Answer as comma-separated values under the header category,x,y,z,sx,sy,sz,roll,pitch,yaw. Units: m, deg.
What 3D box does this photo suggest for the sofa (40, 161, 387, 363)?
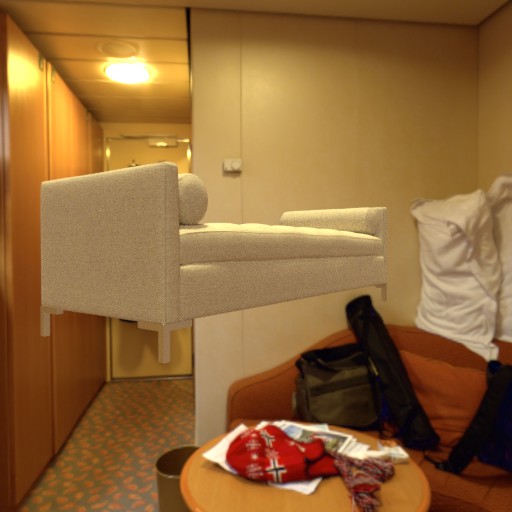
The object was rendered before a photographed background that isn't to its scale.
category,x,y,z,sx,sy,sz,roll,pitch,yaw
sofa,0.000,0.000,2.495,0.797,0.655,2.102,1,1,36
